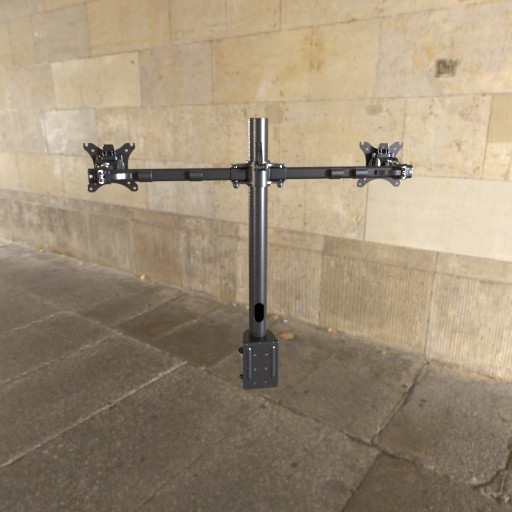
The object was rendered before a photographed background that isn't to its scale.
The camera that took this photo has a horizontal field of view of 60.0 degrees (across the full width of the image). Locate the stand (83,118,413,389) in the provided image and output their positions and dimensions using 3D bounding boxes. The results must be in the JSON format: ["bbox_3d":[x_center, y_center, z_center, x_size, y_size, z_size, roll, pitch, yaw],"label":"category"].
[{"bbox_3d":[0.000,0.000,1.018,0.743,0.603,0.150,-2,16,-8],"label":"stand"}]
